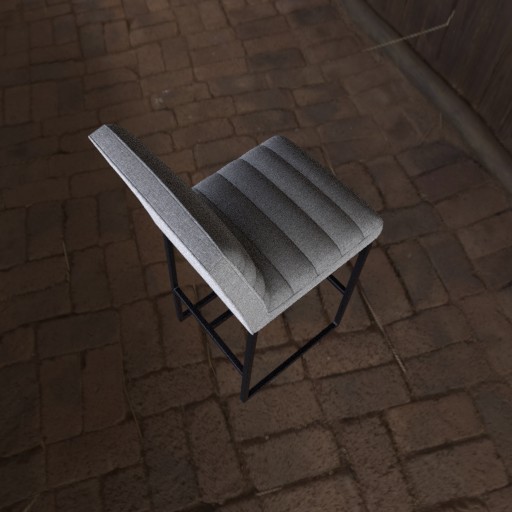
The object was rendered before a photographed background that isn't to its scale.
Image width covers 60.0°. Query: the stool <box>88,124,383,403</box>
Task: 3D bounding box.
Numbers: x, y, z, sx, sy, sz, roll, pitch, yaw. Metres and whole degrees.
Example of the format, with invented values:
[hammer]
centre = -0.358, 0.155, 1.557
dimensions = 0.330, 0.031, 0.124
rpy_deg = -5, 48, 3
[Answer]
[stool]
centre = 0.000, 0.000, 1.367
dimensions = 0.571, 1.034, 0.459
rpy_deg = -35, 64, -20
